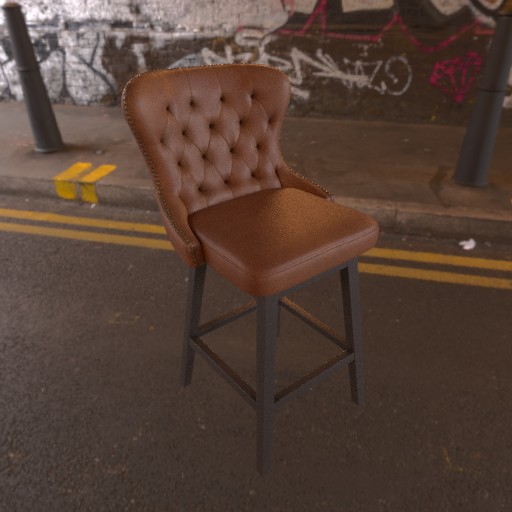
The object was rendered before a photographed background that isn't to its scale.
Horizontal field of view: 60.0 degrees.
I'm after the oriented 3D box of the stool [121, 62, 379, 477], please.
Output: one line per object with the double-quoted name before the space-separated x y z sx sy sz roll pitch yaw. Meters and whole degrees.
"stool" 0.000 0.000 1.281 0.528 0.971 0.593 -21 36 -33
